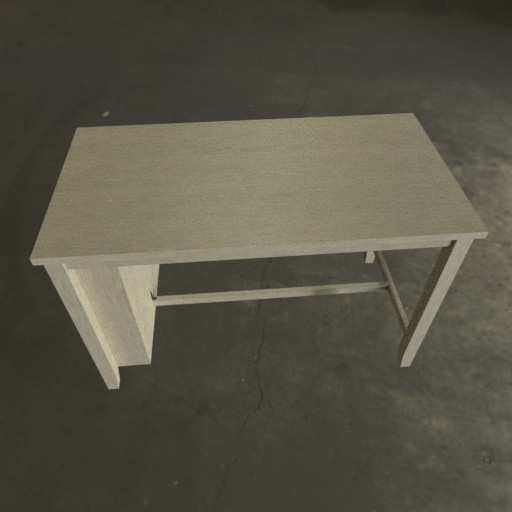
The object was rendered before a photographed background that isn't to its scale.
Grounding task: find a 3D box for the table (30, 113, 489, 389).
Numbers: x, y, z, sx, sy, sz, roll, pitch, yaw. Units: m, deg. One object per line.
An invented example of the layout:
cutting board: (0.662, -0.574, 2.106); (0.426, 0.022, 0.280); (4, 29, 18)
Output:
table: (0.000, 0.000, 1.910); (1.397, 0.874, 0.729); (-3, 47, -3)
